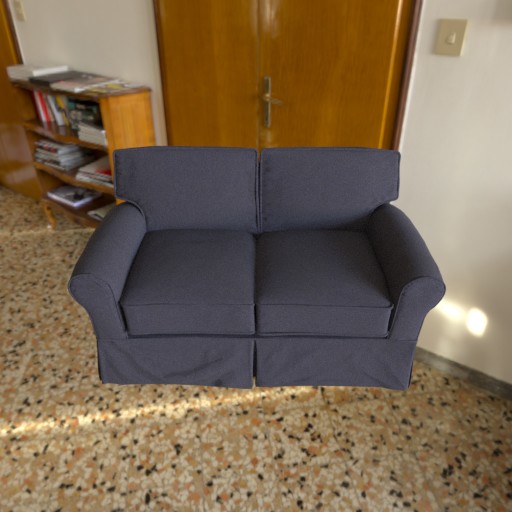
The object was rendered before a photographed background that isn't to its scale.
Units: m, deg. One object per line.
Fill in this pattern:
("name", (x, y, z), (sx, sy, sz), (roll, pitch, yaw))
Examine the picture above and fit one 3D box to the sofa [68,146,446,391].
("sofa", (0.000, 0.000, 2.491), (1.801, 1.059, 0.997), (0, 30, 1))
